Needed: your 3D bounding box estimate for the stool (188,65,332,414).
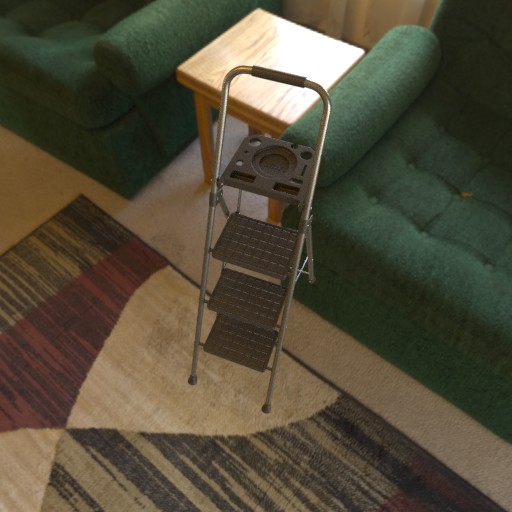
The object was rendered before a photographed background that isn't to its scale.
[{"bbox_3d":[0.000,0.000,1.604,0.396,1.277,0.733,17,59,11],"label":"stool"}]
